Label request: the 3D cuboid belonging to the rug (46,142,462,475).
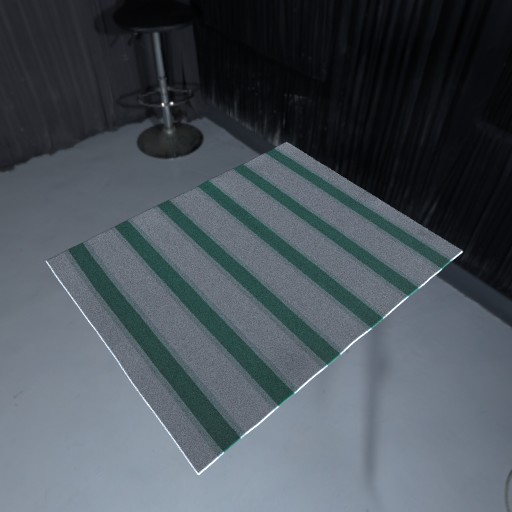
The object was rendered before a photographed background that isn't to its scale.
[{"bbox_3d":[0.000,0.000,4.127,3.041,0.019,2.434,-32,55,-26],"label":"rug"}]
